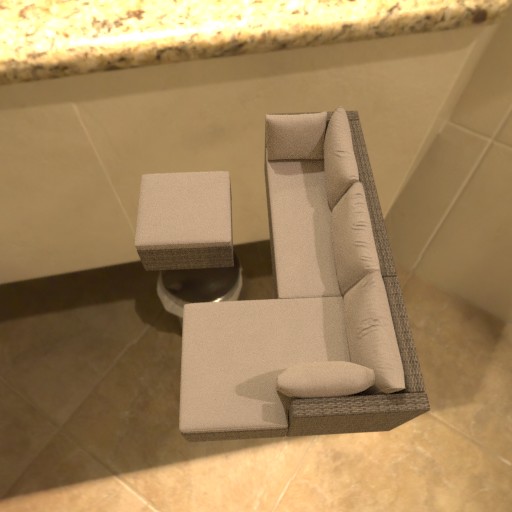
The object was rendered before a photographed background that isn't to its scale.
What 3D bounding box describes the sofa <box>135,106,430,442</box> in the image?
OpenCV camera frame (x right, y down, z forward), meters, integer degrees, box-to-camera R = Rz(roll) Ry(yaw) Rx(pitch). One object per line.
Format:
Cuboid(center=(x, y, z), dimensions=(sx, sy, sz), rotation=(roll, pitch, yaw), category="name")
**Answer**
Cuboid(center=(0.000, 0.000, 2.986), dimensions=(1.662, 0.766, 2.192), rotation=(-3, 59, -2), category="sofa")
